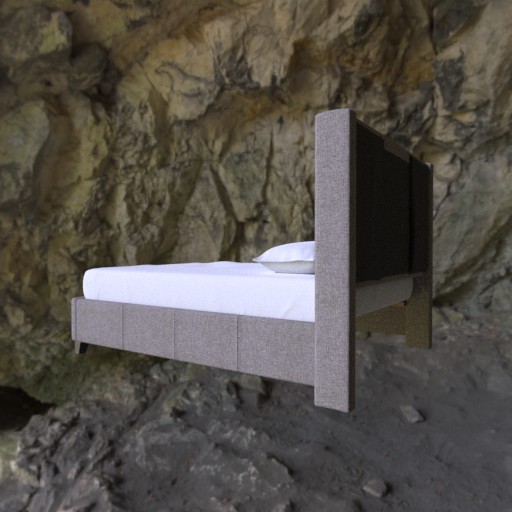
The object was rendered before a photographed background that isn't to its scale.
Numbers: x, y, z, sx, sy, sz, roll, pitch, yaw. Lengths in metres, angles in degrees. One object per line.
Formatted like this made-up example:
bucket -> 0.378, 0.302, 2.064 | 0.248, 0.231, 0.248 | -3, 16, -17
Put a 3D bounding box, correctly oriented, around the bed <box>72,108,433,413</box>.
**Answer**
bed -> 0.000, 0.000, 3.442 | 2.245, 1.476, 1.714 | 1, 1, 34
